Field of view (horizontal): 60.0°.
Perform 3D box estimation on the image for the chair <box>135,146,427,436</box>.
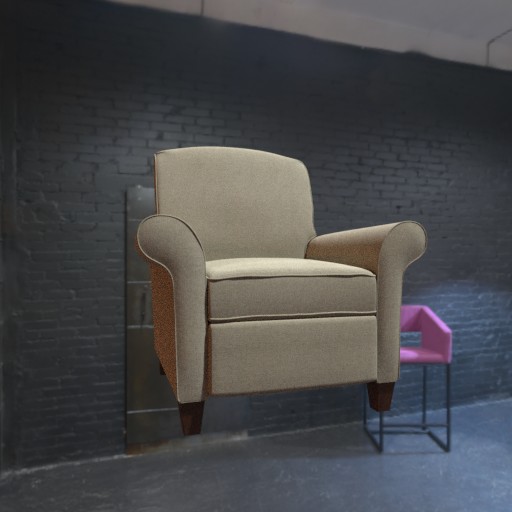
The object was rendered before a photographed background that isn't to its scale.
[{"bbox_3d":[0.000,0.000,1.803,0.978,1.061,0.905,0,0,-18],"label":"chair"}]
